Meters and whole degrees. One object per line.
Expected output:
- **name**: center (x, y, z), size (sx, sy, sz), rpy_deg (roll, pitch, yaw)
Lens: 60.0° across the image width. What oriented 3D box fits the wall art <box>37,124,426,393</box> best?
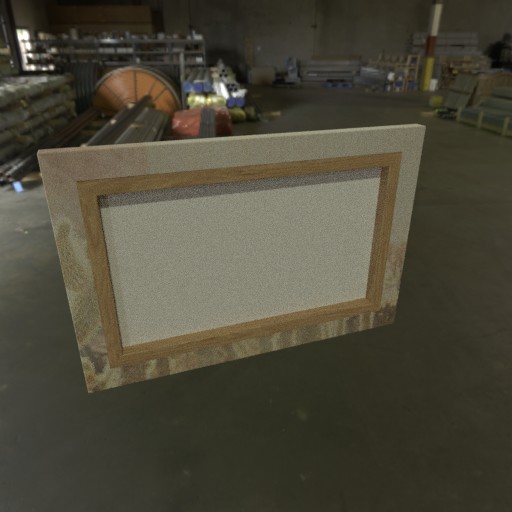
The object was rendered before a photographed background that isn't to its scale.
- **wall art**: center (0.000, 0.000, 1.147), size (0.916, 0.608, 0.040), rpy_deg (-9, 27, -18)
